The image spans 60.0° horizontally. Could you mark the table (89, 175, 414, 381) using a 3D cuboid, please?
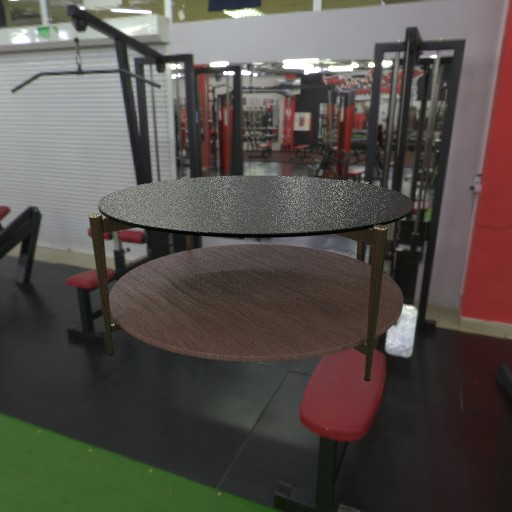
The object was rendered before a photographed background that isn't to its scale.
[{"bbox_3d":[0.000,0.000,1.449,0.938,0.400,0.938,8,19,24],"label":"table"}]
